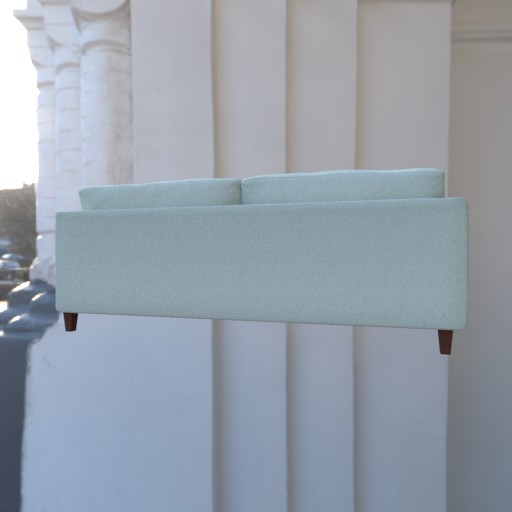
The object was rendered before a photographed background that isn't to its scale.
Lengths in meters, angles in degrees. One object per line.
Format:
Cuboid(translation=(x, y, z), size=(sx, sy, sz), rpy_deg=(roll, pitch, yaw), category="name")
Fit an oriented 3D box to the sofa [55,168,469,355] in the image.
Cuboid(translation=(0.000, 0.000, 2.909), size=(2.434, 0.965, 0.948), rpy_deg=(0, 0, 17), category="sofa")
